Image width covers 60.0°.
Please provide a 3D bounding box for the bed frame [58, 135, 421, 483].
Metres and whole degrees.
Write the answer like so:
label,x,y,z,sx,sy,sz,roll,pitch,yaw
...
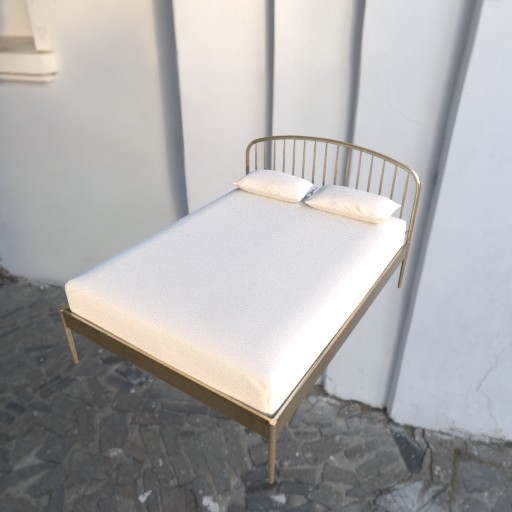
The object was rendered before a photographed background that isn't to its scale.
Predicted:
label,x,y,z,sx,sy,sz,roll,pitch,yaw
bed frame,0.000,0.000,3.150,1.612,1.175,2.152,18,35,28
